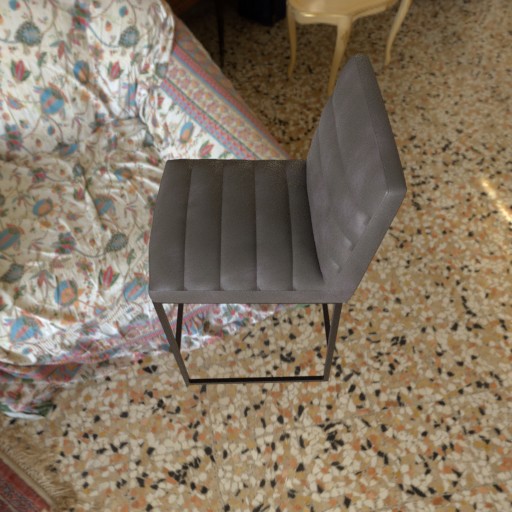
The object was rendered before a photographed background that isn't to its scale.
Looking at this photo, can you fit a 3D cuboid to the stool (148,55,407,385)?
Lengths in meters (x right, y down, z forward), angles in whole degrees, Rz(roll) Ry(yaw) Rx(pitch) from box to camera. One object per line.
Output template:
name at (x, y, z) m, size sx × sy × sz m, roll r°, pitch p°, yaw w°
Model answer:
stool at (0.000, 0.000, 1.352) m, size 0.562 × 1.065 × 0.463 m, roll -1°, pitch 56°, yaw -1°
